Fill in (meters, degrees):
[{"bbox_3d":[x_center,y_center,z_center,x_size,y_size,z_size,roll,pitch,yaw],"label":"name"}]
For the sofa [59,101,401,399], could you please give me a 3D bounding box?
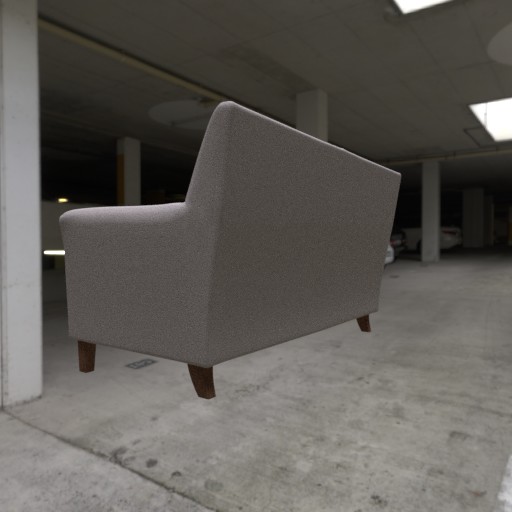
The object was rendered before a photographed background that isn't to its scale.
[{"bbox_3d":[0.000,0.000,2.064,0.888,0.890,1.482,1,1,36],"label":"sofa"}]
